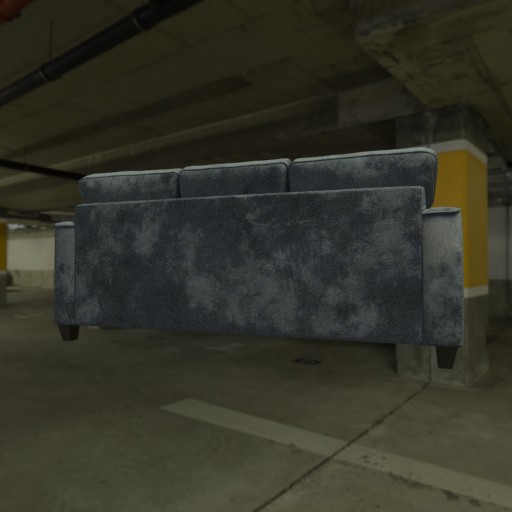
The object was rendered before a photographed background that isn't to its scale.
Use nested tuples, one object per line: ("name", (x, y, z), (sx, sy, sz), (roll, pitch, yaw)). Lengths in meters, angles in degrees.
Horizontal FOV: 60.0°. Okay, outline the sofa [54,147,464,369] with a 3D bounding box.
("sofa", (0.000, 0.000, 2.584), (2.133, 0.965, 0.939), (0, -1, 20))
